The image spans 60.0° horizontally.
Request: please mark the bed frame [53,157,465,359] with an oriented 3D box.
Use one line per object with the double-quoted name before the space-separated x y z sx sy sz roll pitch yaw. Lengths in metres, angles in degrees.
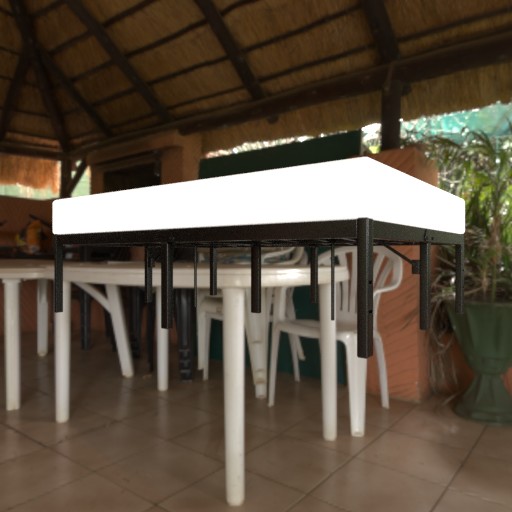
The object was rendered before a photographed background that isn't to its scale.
"bed frame" 0.000 0.000 2.569 1.956 0.659 1.408 0 0 37
